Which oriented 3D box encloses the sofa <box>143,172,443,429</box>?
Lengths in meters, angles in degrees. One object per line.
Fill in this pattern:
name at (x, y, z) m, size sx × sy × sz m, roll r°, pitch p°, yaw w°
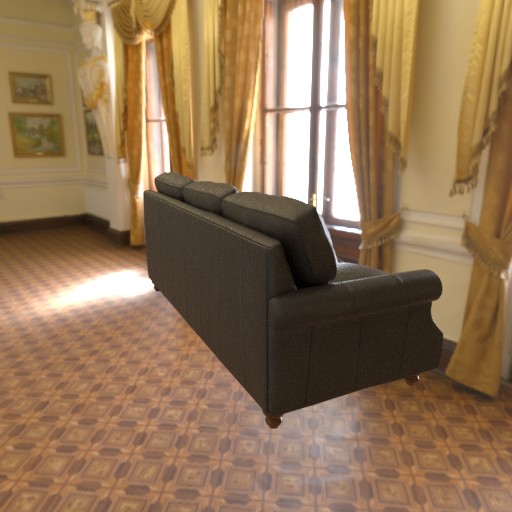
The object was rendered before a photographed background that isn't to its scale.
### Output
sofa at (0.000, 0.000, 2.865) m, size 0.974 × 0.977 × 2.387 m, roll -7°, pitch 16°, yaw -25°
